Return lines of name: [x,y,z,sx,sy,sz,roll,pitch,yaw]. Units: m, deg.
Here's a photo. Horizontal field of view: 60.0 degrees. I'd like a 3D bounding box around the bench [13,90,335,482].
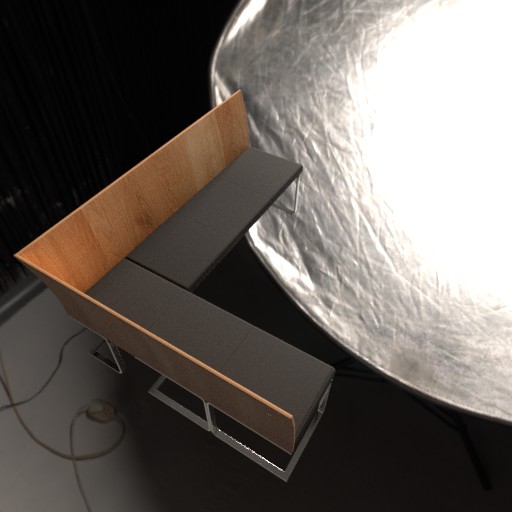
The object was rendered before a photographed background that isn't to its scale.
bench: [0.000,0.000,2.730,1.495,0.930,1.945,24,52,21]
